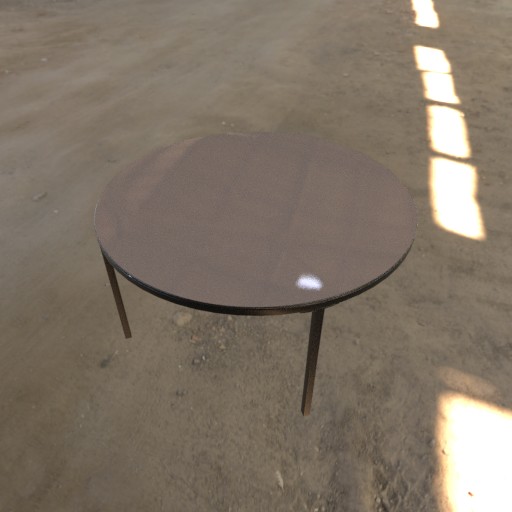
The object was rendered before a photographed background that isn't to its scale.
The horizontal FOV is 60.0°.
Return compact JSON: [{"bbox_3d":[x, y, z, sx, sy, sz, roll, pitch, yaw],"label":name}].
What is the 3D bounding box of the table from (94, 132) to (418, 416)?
[{"bbox_3d":[0.000,0.000,1.261,0.800,0.400,0.800,0,39,0],"label":"table"}]
